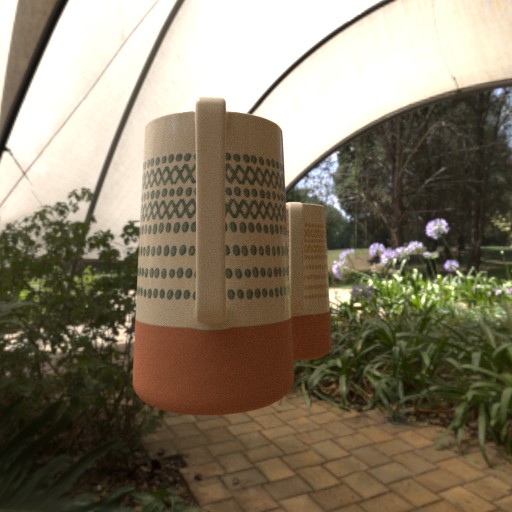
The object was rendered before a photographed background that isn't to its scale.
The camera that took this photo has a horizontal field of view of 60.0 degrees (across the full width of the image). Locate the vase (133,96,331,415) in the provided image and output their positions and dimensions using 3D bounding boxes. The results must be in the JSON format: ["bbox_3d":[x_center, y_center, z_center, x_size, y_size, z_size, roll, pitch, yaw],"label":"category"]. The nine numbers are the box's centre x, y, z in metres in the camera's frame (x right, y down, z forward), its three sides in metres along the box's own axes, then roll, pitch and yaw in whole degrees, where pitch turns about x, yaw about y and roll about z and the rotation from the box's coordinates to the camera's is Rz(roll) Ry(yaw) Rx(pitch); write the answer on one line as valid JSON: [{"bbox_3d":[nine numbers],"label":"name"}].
[{"bbox_3d":[0.000,0.000,0.469,0.168,0.247,0.326,0,0,36],"label":"vase"}]
